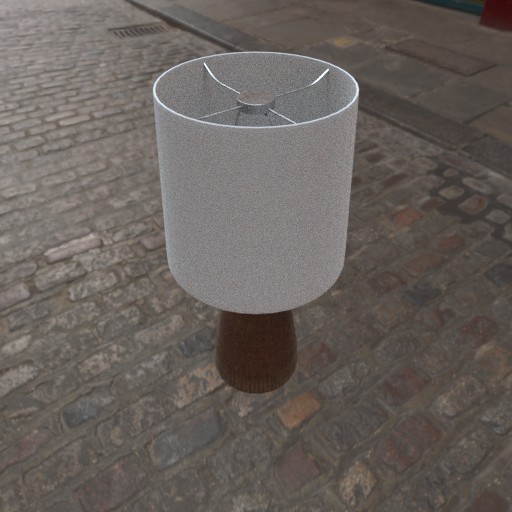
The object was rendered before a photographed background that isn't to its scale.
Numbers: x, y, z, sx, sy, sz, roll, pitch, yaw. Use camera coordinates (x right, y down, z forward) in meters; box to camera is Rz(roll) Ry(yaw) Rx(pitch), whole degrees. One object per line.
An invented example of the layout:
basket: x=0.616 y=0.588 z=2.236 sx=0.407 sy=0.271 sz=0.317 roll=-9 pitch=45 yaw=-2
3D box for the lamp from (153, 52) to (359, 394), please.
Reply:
lamp: x=0.000 y=0.000 z=0.478 sx=0.186 sy=0.369 sz=0.186 roll=0 pitch=41 yaw=0
